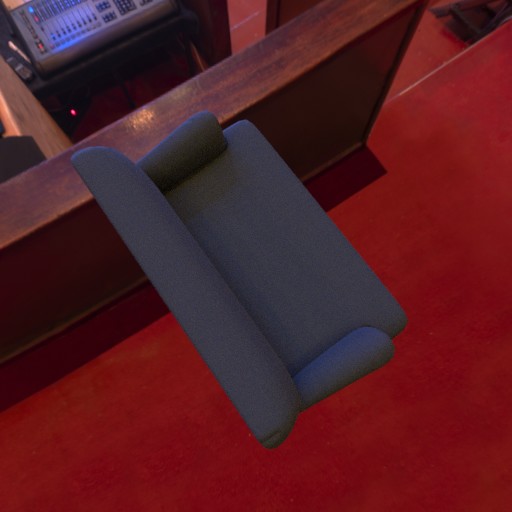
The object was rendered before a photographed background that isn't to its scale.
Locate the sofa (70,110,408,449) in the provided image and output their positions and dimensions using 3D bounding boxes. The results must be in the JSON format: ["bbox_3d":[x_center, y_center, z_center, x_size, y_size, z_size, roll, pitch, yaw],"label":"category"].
[{"bbox_3d":[0.000,0.000,1.874,0.779,0.889,1.297,-35,78,-9],"label":"sofa"}]
